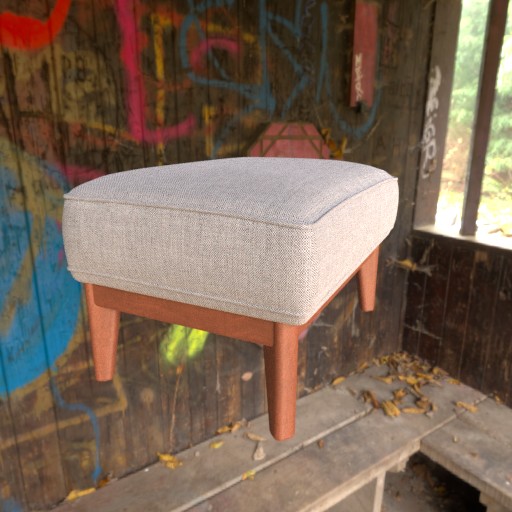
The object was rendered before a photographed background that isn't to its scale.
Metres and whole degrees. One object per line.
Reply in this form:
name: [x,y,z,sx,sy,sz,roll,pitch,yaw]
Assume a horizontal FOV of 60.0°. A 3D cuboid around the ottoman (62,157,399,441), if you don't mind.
ottoman: [0.000,0.000,1.100,0.555,0.458,0.750,8,18,26]
